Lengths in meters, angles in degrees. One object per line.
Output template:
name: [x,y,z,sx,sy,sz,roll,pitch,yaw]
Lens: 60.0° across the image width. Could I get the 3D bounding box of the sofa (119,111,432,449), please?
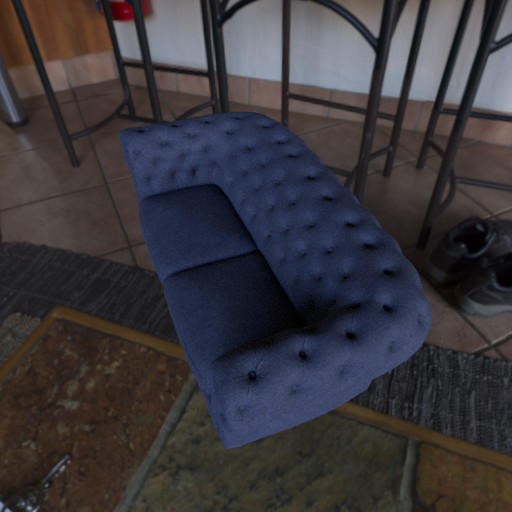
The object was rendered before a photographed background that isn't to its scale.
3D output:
sofa: [0.000,0.000,2.455,1.082,0.833,1.988,-16,48,-16]
